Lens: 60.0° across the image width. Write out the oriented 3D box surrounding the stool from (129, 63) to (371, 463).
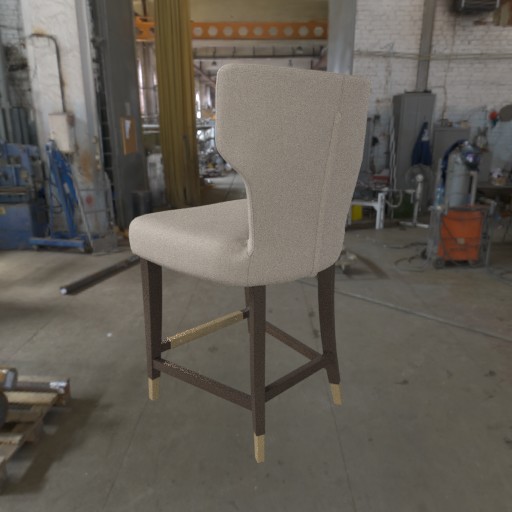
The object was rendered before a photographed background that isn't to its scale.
[{"bbox_3d":[0.000,0.000,1.303,0.527,0.982,0.563,-16,23,-42],"label":"stool"}]
